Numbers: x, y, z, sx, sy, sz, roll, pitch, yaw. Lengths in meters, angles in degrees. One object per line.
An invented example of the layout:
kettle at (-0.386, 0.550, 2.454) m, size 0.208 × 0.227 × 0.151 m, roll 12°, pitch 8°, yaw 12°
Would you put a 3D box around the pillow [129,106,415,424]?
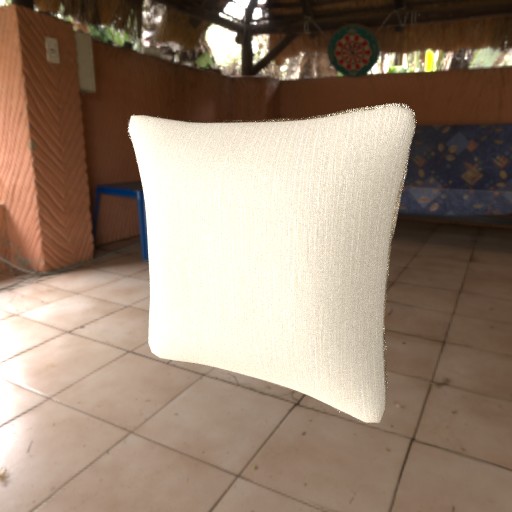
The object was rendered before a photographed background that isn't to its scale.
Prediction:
pillow at (0.000, 0.000, 0.831) m, size 0.538 × 0.525 × 0.216 m, roll 8°, pitch 17°, yaw 27°
